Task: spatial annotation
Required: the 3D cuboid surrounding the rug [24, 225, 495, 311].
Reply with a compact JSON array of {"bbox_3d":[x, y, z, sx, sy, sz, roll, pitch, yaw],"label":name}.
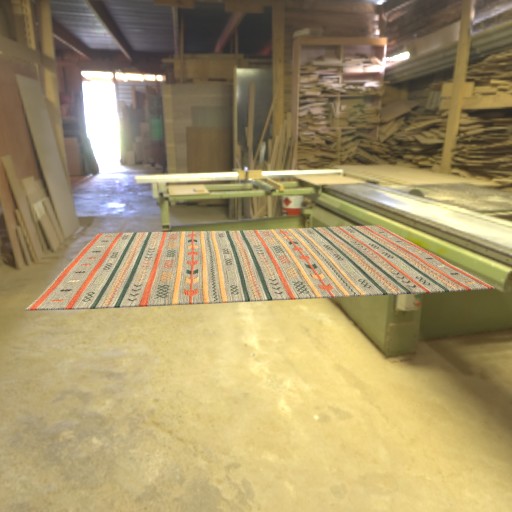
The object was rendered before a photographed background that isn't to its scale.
[{"bbox_3d":[0.000,0.000,2.284,1.835,0.017,1.220,-2,16,-7],"label":"rug"}]
